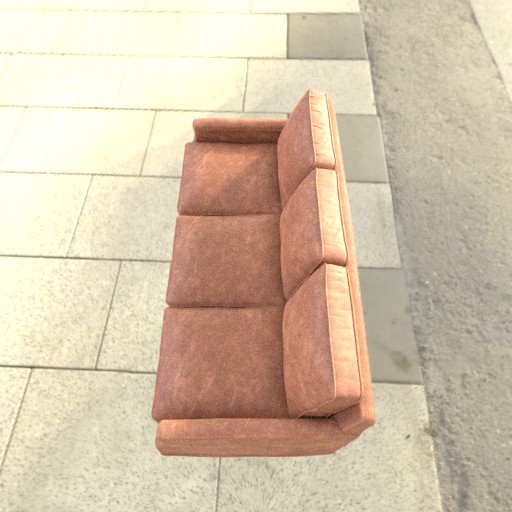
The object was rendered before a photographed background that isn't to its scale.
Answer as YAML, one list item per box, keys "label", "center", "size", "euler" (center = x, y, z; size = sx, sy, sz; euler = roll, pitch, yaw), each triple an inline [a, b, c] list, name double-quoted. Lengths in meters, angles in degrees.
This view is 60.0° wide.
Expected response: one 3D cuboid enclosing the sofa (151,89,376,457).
- label: "sofa"
  center: [0.000, 0.000, 2.800]
  size: [1.084, 1.003, 2.246]
  euler: [0, 58, 0]
